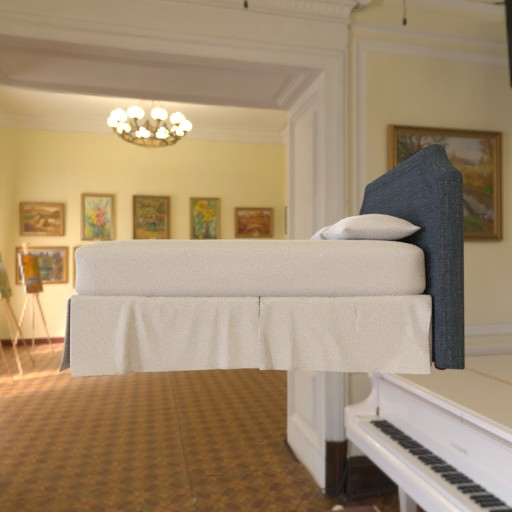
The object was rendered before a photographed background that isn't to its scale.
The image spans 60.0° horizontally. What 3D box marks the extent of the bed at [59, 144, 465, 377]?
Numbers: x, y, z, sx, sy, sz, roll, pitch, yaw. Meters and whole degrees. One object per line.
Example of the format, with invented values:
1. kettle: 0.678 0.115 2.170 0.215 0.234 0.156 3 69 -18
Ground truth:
1. bed: 0.000 0.000 3.234 2.208 1.297 1.828 0 0 -1
